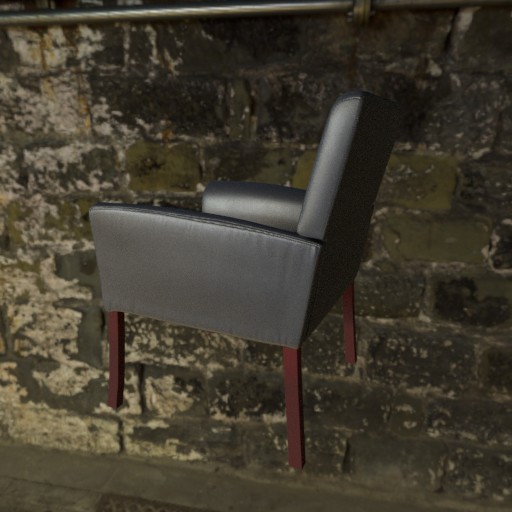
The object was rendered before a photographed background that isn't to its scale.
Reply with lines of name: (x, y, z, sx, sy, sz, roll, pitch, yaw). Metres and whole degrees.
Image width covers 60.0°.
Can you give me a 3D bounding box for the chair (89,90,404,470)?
chair: (0.000, 0.000, 1.447, 0.772, 0.951, 0.683, 7, 17, 24)
